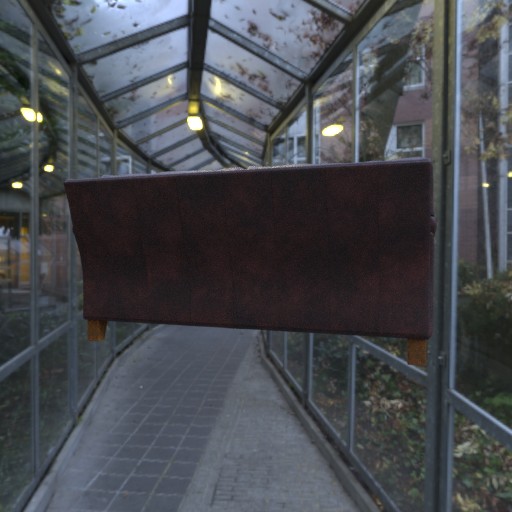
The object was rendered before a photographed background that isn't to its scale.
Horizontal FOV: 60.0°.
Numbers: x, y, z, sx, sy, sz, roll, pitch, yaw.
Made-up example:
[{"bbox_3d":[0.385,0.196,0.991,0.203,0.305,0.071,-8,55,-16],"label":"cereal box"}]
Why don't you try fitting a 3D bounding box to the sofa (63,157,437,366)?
[{"bbox_3d":[0.000,0.000,2.841,2.144,1.071,1.147,0,1,18],"label":"sofa"}]
